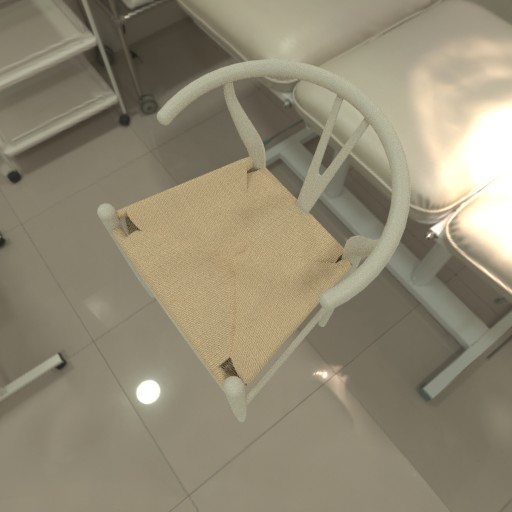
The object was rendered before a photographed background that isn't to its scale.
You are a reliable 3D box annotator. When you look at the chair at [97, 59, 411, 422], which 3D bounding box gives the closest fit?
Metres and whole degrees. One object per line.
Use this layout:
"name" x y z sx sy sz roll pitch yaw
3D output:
"chair" 0.000 0.000 1.061 0.500 0.736 0.533 -35 69 -16
